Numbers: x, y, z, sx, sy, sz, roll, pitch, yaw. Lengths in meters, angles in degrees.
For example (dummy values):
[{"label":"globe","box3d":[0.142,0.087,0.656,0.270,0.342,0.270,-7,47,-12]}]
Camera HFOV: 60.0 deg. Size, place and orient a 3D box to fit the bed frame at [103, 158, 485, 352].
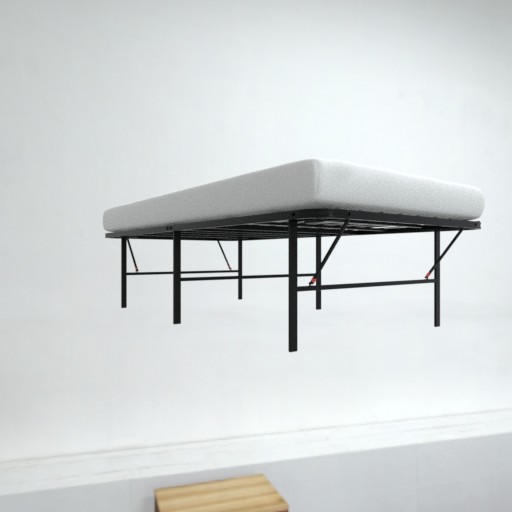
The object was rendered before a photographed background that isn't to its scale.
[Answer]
[{"label":"bed frame","box3d":[0.000,0.000,2.291,0.989,0.619,1.903,0,0,-37]}]
